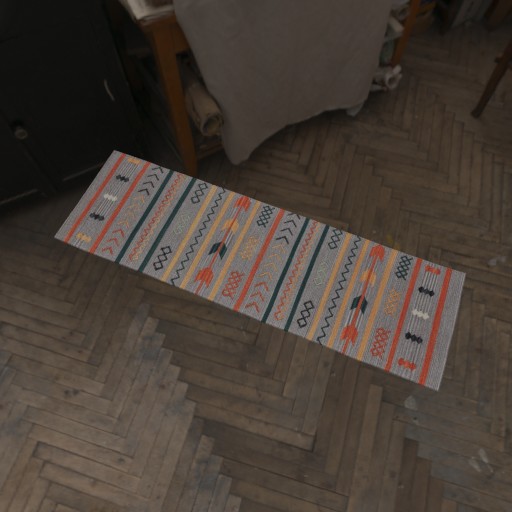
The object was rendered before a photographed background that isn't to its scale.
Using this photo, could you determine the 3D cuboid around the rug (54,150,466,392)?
[{"bbox_3d":[0.000,0.000,2.701,2.419,0.022,0.744,21,66,10],"label":"rug"}]
